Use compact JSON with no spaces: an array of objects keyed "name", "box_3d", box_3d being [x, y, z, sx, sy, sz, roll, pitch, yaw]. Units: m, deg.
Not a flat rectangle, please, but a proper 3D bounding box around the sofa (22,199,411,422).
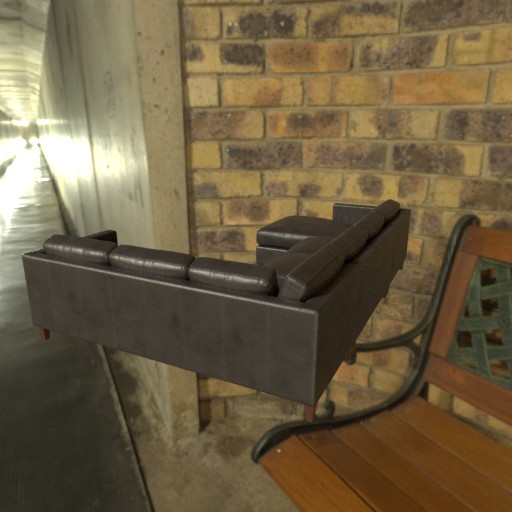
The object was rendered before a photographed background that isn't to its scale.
[{"name":"sofa","box_3d":[0.000,0.000,4.438,2.452,0.891,3.324,8,19,26]}]
